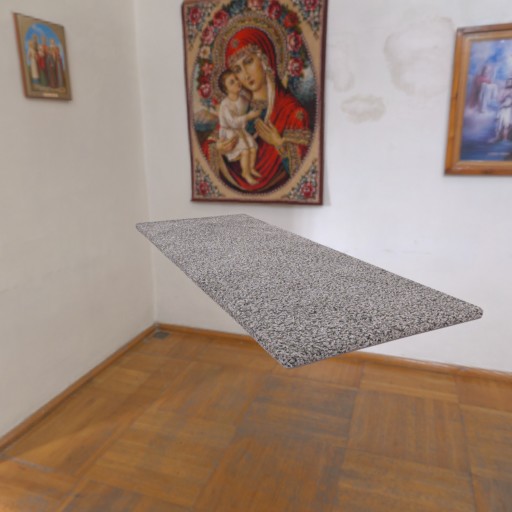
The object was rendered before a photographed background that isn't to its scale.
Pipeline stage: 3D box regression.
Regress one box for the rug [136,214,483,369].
[{"bbox_3d":[0.000,0.000,1.704,0.609,0.030,1.524,-8,18,-25],"label":"rug"}]
